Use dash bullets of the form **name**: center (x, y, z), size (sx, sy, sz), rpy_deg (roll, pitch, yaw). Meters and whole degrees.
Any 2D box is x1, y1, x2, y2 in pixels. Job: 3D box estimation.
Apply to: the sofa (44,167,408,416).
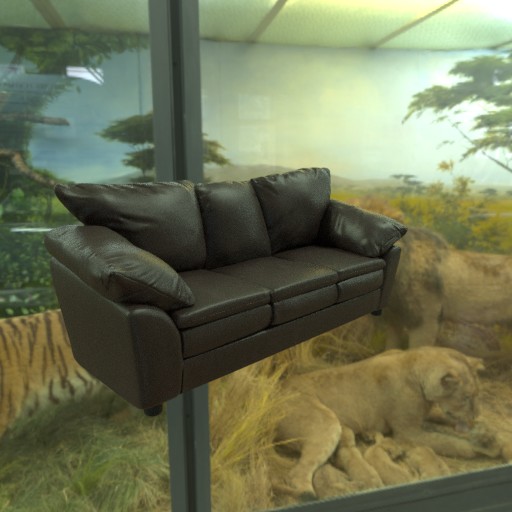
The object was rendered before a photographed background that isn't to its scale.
- **sofa**: center (0.000, 0.000, 2.827), size (2.390, 1.091, 0.907), rpy_deg (-11, 17, -43)
